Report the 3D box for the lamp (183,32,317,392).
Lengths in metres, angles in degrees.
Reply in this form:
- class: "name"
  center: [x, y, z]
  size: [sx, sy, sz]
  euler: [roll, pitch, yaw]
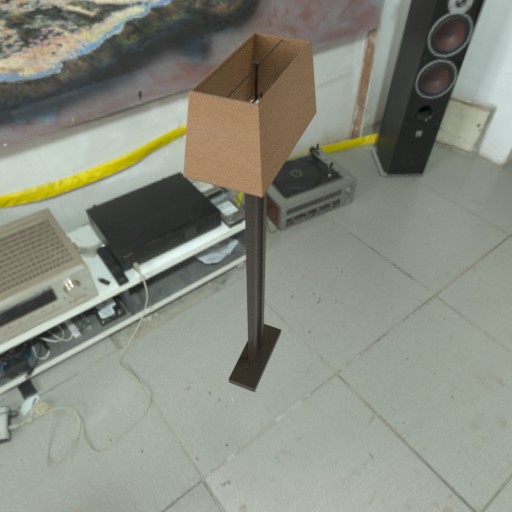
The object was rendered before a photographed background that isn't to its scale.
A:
- class: "lamp"
  center: [0.000, 0.000, 1.688]
  size: [0.233, 1.469, 0.475]
  euler: [17, 49, 15]
